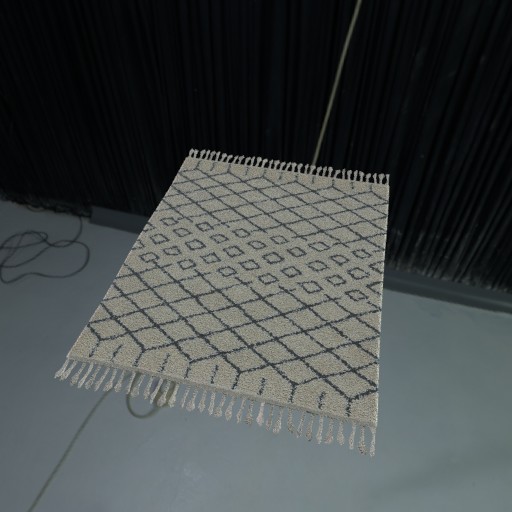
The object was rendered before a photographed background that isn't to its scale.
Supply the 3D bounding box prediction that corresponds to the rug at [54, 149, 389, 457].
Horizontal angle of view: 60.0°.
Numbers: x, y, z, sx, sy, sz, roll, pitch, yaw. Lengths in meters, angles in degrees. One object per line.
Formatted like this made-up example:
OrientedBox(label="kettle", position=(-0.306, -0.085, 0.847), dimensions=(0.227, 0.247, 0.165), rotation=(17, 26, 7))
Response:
OrientedBox(label="rug", position=(0.000, 0.000, 4.197), dimensions=(2.388, 0.030, 3.213), rotation=(10, 47, 9))
